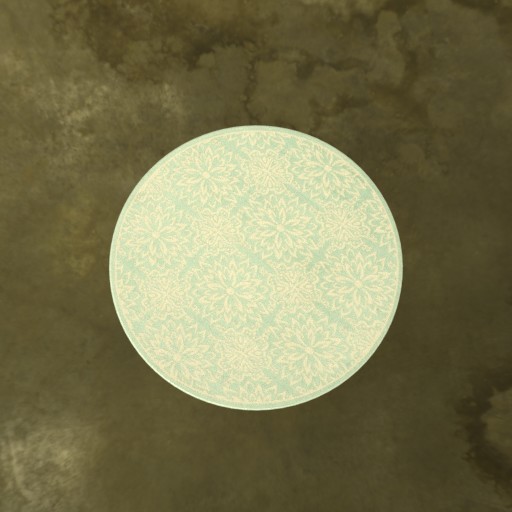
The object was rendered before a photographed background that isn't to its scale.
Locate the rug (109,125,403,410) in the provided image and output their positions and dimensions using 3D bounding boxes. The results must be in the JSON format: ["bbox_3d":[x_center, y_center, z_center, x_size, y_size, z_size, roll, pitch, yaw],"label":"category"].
[{"bbox_3d":[0.000,0.000,2.414,1.593,0.012,1.593,0,75,0],"label":"rug"}]
